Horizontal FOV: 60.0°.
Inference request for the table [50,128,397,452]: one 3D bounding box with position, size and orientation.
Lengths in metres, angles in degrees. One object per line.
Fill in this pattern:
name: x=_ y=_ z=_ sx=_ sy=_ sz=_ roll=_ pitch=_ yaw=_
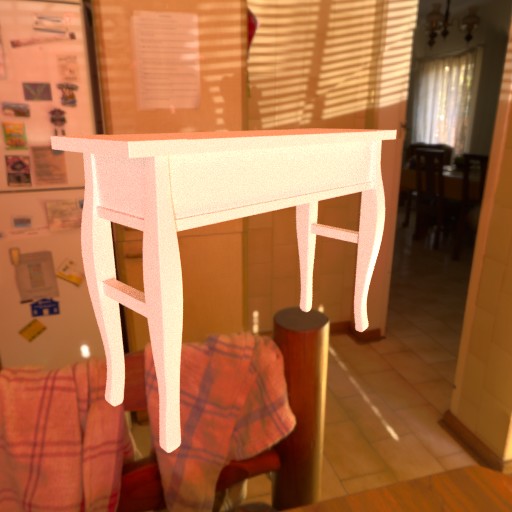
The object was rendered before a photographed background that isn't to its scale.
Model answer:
table: x=0.000 y=0.000 z=1.431 sx=0.373 sy=0.768 sz=1.062 roll=16 pitch=24 yaw=41
